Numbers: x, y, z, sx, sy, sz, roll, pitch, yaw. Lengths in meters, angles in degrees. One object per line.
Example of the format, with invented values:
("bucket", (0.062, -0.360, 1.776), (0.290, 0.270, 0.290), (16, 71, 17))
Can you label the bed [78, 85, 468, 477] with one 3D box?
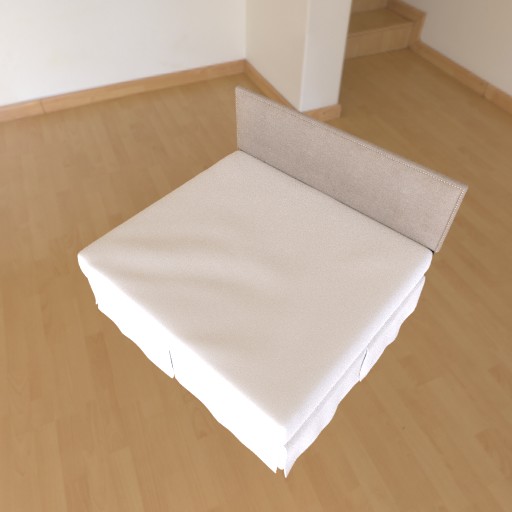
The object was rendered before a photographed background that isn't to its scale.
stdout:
("bed", (0.000, 0.000, 3.407), (2.170, 1.346, 1.914), (33, 56, 26))
